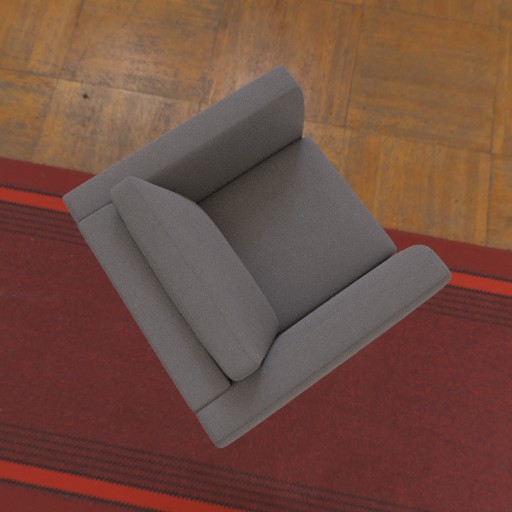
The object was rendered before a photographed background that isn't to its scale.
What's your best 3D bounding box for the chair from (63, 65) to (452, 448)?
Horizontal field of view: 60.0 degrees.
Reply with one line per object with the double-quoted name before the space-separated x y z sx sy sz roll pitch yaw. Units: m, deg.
"chair" 0.000 0.000 1.704 0.930 0.860 1.000 -34 79 -8
